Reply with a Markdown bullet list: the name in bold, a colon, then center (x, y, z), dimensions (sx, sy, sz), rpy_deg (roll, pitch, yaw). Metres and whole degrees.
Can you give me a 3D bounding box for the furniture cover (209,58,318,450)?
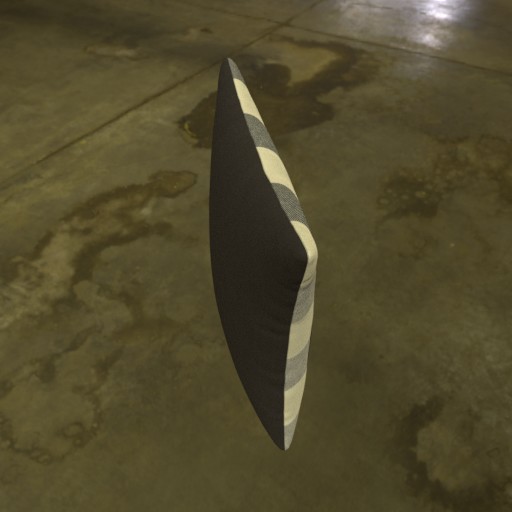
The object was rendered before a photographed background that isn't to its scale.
- **furniture cover**: center (0.000, 0.000, 0.798), dimensions (0.161, 0.509, 0.511), rpy_deg (-9, 46, -8)
